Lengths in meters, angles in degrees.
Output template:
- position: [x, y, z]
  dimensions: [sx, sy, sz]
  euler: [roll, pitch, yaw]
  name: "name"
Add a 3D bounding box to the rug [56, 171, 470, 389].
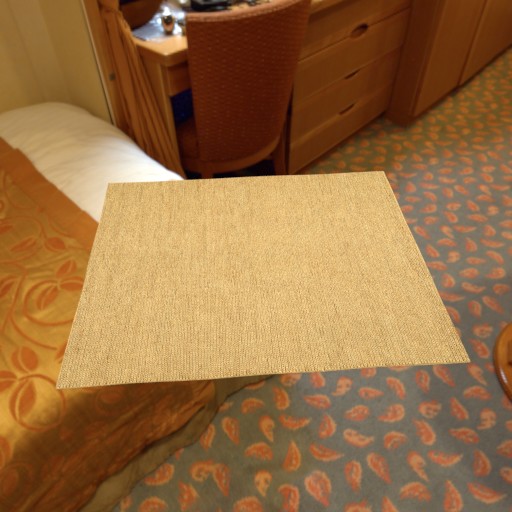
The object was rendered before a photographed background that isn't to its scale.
- position: [0.000, 0.000, 4.052]
  dimensions: [3.034, 0.012, 2.406]
  euler: [-3, 46, -3]
  name: "rug"
